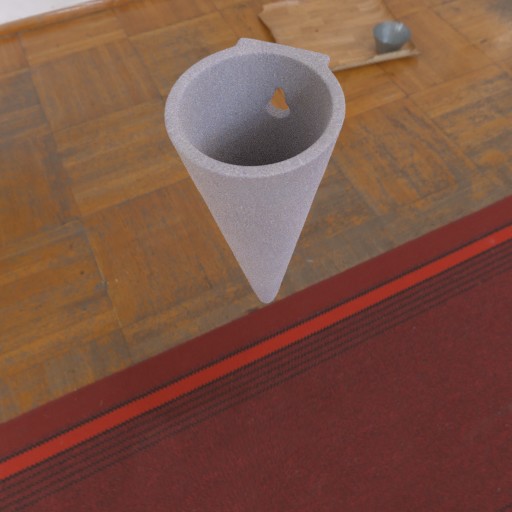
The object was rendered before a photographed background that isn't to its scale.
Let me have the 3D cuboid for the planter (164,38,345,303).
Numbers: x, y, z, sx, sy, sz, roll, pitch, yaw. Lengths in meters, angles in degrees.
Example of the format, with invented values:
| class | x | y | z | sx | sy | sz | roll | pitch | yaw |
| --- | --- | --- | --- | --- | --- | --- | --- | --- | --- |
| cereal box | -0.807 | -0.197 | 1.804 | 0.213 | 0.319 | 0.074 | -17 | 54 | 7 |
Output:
| class | x | y | z | sx | sy | sz | roll | pitch | yaw |
| --- | --- | --- | --- | --- | --- | --- | --- | --- | --- |
| planter | 0.000 | 0.000 | 0.303 | 0.078 | 0.259 | 0.087 | 16 | 60 | 10 |
